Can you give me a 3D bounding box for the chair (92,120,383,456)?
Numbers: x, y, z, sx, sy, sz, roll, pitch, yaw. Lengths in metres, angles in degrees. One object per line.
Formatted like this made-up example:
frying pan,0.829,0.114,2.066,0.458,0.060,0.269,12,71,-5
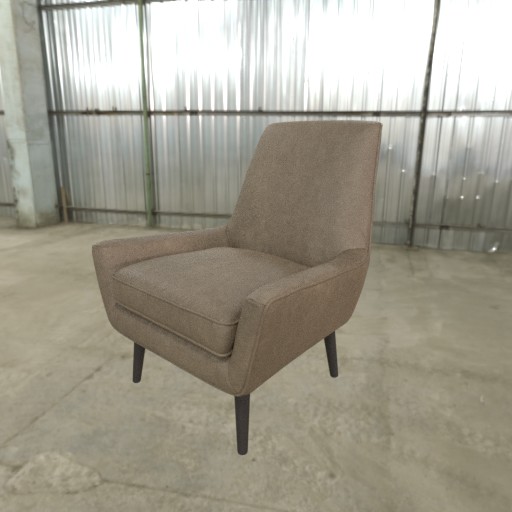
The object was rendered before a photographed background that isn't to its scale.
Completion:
chair,0.000,0.000,1.497,0.787,0.888,0.824,14,21,41
